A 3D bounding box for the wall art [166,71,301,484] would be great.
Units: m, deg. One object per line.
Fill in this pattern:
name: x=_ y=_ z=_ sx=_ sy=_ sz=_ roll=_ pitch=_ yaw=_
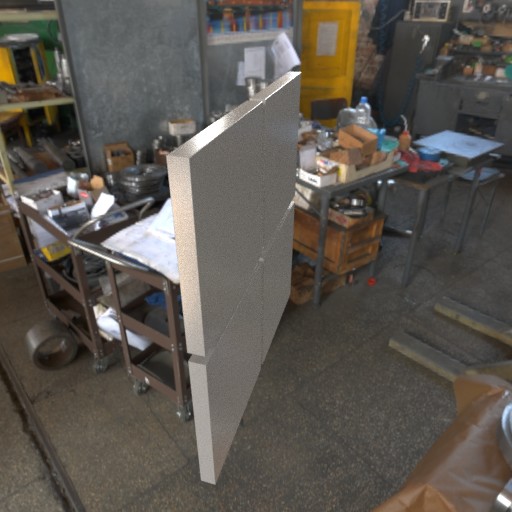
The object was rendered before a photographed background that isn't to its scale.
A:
wall art: x=0.000 y=0.000 z=0.901 sx=0.029 sy=0.611 sz=0.611 roll=9 pitch=32 yaw=14
